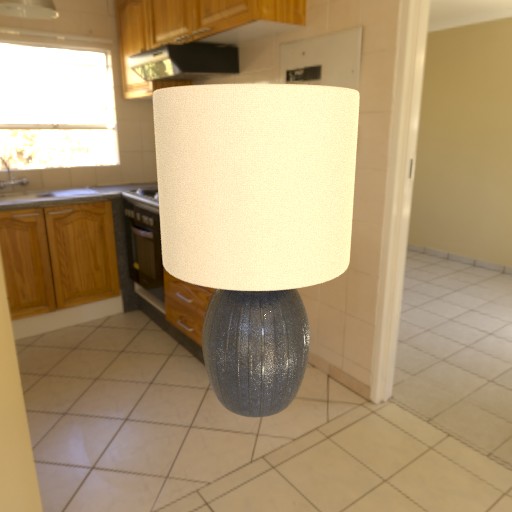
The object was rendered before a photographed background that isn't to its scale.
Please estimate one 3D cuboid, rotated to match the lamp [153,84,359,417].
[{"bbox_3d":[0.000,0.000,0.795,0.329,0.570,0.329,15,22,42],"label":"lamp"}]
